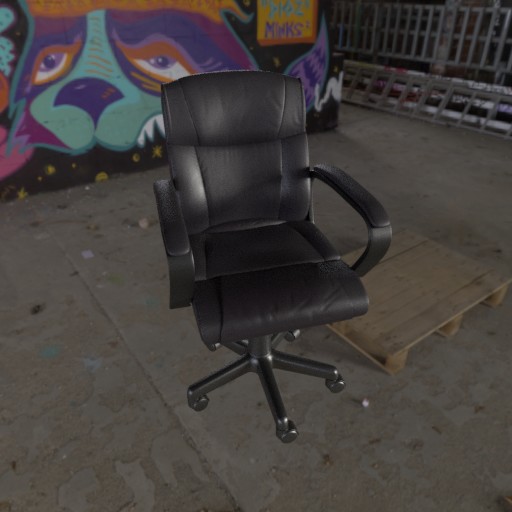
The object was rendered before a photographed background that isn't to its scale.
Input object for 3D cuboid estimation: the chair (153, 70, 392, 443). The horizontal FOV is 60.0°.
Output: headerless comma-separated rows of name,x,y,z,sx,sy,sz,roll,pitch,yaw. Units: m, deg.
chair,0.000,0.000,1.379,0.576,0.998,0.641,-8,32,-14
